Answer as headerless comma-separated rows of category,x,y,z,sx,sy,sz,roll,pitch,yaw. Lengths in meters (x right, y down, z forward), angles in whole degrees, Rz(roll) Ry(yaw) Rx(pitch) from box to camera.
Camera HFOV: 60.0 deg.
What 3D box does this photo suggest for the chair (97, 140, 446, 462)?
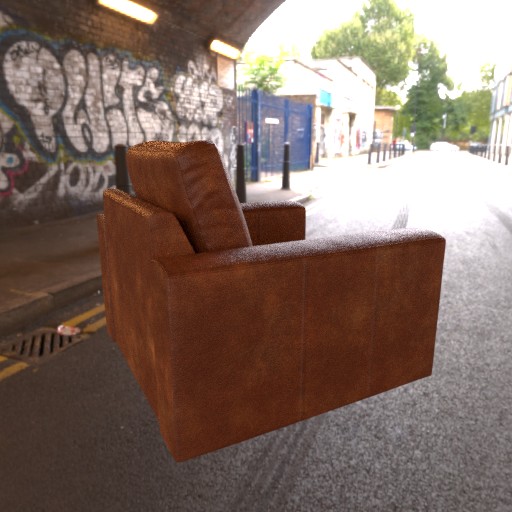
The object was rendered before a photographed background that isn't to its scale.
chair,0.000,0.000,1.730,1.016,0.873,1.005,-8,16,-27
